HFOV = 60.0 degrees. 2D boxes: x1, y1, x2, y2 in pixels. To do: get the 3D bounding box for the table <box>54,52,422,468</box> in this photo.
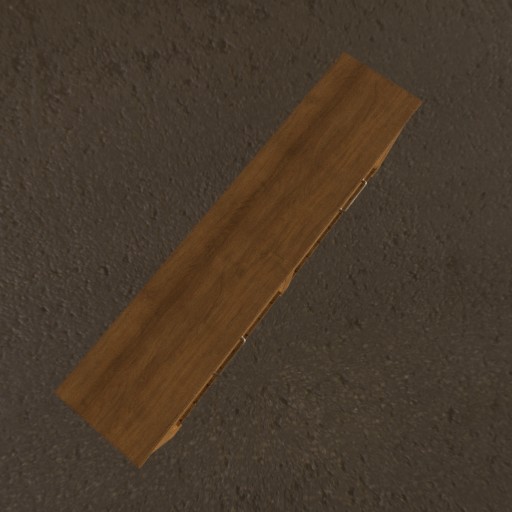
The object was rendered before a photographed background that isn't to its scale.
[{"bbox_3d":[0.000,0.000,2.038,0.425,0.635,1.815,37,78,9],"label":"table"}]
